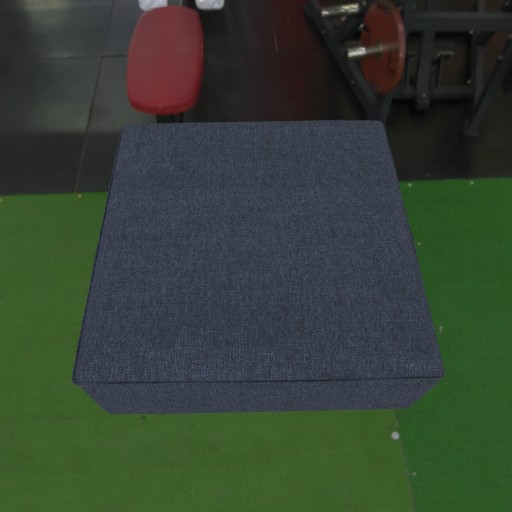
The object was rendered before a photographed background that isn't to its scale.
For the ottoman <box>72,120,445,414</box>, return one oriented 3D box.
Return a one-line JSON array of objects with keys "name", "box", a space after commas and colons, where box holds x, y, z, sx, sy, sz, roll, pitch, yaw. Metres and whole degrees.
[{"name": "ottoman", "box": [0.000, 0.000, 1.578, 1.023, 0.423, 1.017, 0, 58, 0]}]
